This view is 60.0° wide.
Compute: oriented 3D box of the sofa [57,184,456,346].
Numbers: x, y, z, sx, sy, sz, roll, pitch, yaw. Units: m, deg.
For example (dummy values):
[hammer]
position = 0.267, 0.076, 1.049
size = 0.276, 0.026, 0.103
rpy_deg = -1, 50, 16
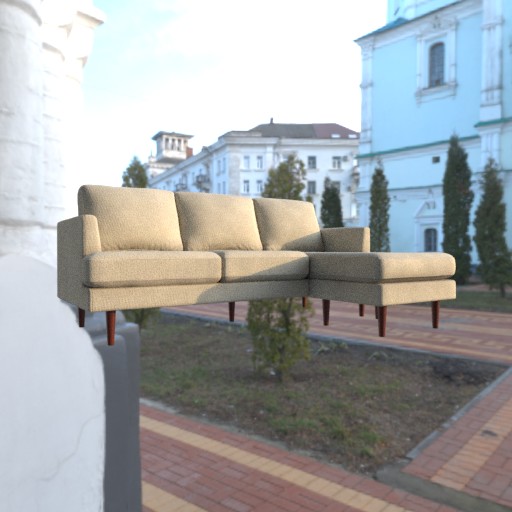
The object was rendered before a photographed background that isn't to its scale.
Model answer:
[sofa]
position = 0.000, 0.000, 2.953
size = 2.233, 0.956, 1.504
rpy_deg = 0, 1, -34
